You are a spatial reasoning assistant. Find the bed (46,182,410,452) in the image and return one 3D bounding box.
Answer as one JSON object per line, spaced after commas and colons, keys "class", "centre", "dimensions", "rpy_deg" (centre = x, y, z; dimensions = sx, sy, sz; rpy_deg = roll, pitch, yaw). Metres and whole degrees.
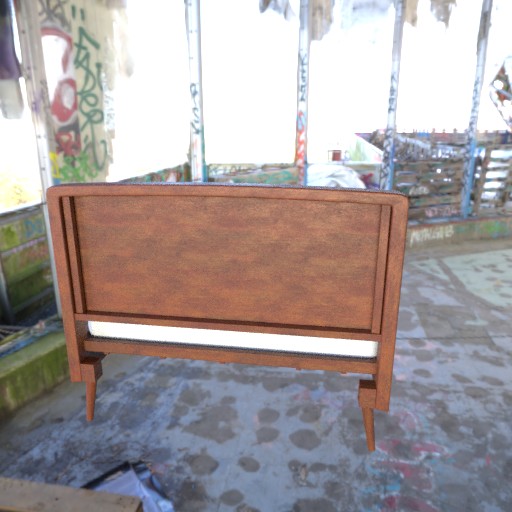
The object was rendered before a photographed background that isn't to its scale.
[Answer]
{"class": "bed", "centre": [0.000, 0.000, 3.092], "dimensions": [1.587, 1.275, 2.196], "rpy_deg": [3, 17, 9]}
